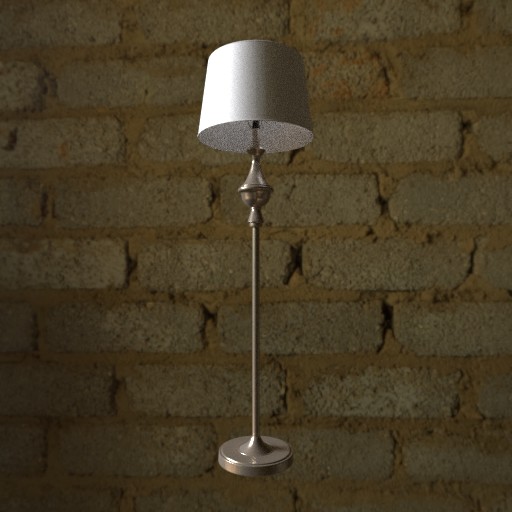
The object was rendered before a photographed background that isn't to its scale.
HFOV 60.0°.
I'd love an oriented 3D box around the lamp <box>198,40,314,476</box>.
[{"bbox_3d":[0.000,0.000,1.640,0.431,1.488,0.431,0,-1,0],"label":"lamp"}]
